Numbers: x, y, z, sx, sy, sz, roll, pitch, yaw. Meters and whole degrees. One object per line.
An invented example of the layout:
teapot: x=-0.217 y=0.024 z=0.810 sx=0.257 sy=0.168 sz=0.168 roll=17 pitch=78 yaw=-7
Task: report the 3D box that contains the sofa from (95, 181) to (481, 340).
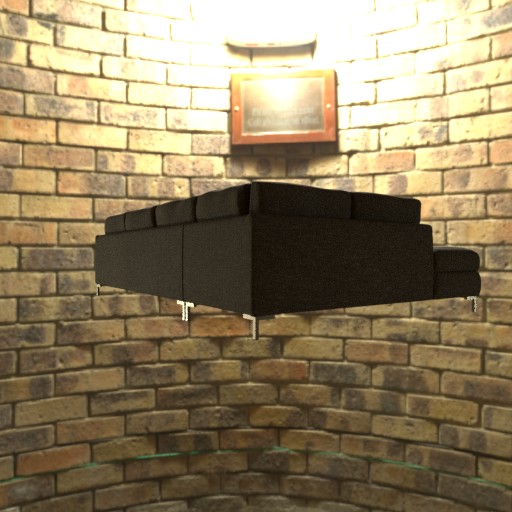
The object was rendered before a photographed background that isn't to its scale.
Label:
sofa: x=0.000 y=0.000 z=3.876 sx=2.007 sy=0.815 sz=2.949 roll=0 pitch=0 yaw=-34
